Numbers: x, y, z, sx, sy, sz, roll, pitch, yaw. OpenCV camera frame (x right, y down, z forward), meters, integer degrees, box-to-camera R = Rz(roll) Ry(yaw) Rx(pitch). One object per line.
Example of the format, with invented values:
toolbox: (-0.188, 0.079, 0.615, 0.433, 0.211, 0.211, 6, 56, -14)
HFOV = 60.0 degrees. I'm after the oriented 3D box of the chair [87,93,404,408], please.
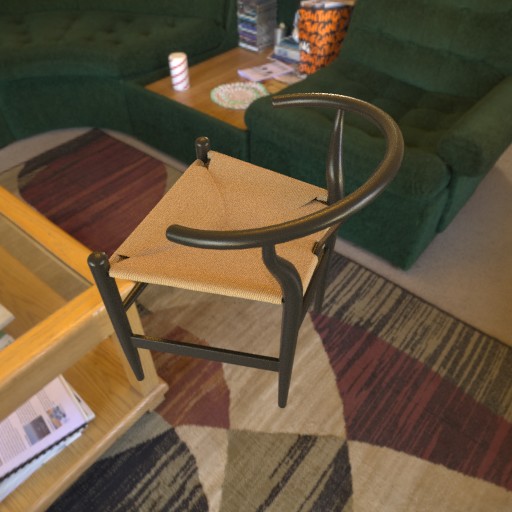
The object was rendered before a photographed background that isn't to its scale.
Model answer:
chair: (0.000, 0.000, 1.131, 0.570, 0.739, 0.570, 16, 48, 15)
